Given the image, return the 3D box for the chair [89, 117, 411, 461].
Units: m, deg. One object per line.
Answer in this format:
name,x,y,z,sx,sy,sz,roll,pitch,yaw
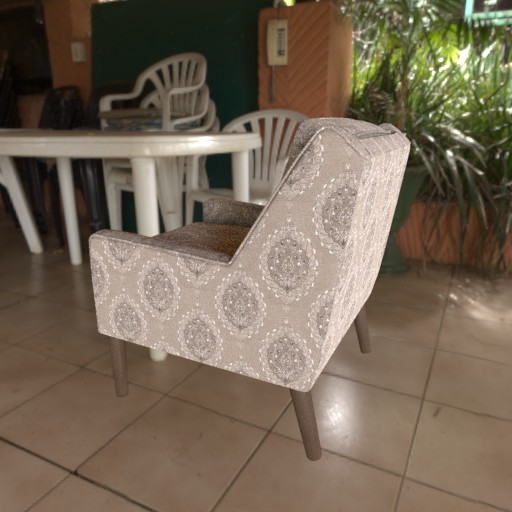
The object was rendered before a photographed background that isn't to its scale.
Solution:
chair,0.000,0.000,1.338,0.750,0.797,0.665,8,19,25
